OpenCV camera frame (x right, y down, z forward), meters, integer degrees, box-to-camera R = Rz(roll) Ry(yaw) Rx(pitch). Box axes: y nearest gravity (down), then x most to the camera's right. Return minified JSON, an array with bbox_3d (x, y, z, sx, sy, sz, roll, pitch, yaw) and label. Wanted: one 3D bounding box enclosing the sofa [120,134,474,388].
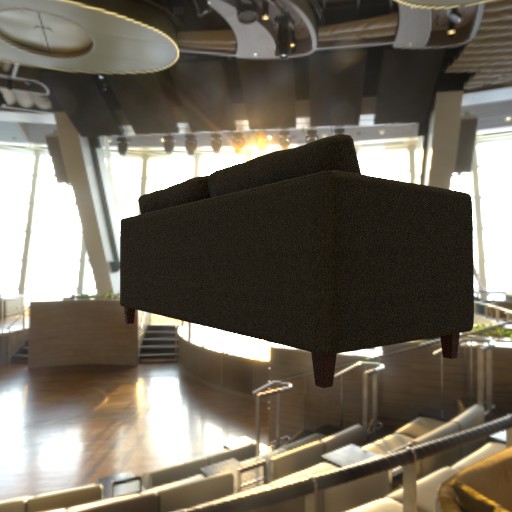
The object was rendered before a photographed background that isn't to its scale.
[{"bbox_3d":[0.000,0.000,2.651,0.948,0.965,2.208,1,-1,-36],"label":"sofa"}]
